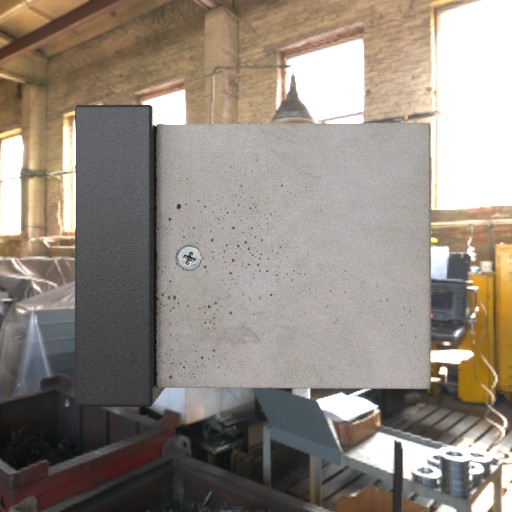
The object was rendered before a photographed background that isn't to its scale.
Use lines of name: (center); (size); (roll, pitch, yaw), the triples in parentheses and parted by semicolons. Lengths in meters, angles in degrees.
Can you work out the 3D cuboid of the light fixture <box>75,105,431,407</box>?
light fixture: (0.000, 0.000, 0.235); (0.143, 0.121, 0.121); (0, 0, 1)
